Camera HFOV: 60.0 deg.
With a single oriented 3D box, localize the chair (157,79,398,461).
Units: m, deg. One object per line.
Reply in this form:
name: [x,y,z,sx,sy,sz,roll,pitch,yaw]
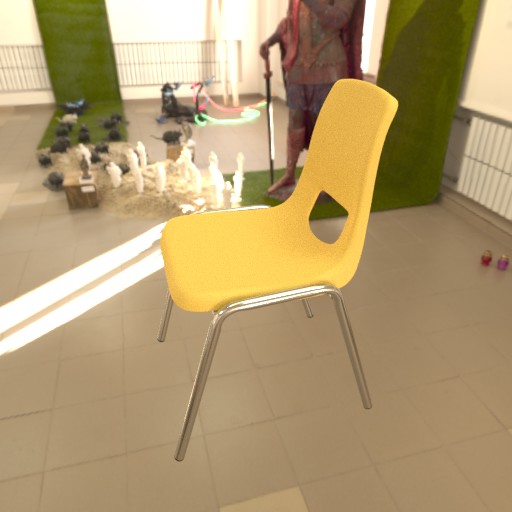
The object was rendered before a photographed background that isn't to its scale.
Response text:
chair: [0.000,0.000,0.907,0.436,0.653,0.381,-8,31,-14]
